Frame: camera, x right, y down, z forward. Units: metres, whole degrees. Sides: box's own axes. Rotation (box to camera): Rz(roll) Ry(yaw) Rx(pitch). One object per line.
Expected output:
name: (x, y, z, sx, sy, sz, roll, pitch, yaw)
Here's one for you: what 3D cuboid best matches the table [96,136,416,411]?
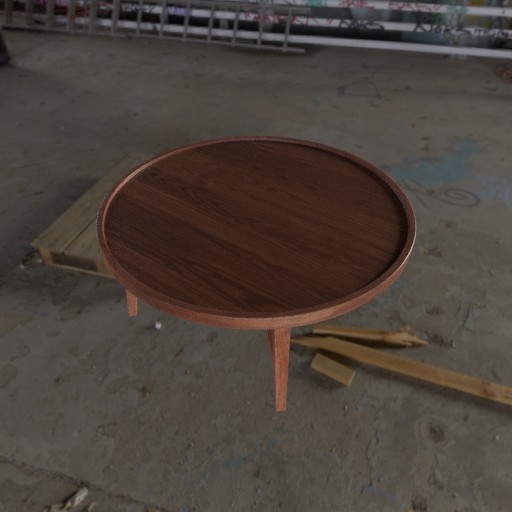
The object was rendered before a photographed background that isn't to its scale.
table: (0.000, 0.000, 1.264, 0.800, 0.360, 0.800, 0, 40, 0)
